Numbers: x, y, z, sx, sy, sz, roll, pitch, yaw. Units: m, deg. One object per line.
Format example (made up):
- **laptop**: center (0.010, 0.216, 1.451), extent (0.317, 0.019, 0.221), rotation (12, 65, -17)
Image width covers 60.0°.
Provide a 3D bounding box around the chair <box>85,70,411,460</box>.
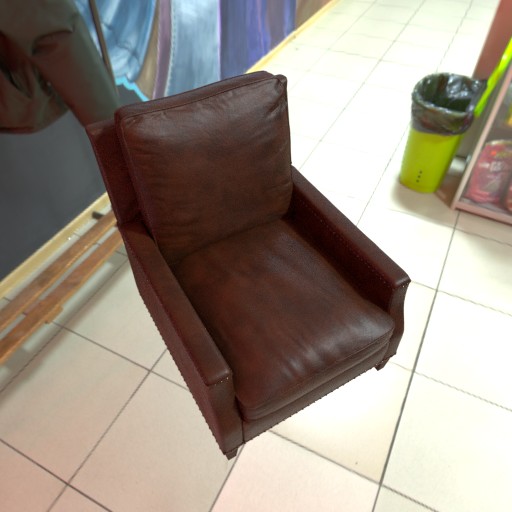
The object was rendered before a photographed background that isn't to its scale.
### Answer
- **chair**: center (0.000, 0.000, 1.770), extent (0.854, 1.054, 1.035), rotation (-23, 51, -20)
